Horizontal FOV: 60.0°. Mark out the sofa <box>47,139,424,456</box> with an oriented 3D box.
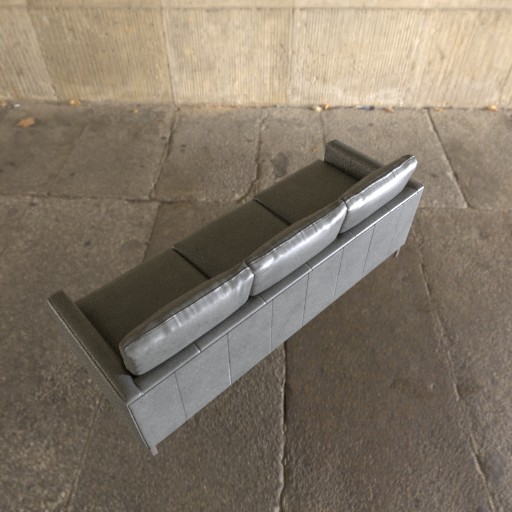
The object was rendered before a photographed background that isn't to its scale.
[{"bbox_3d":[0.000,0.000,2.432,2.029,0.805,0.748,-33,55,-28],"label":"sofa"}]
